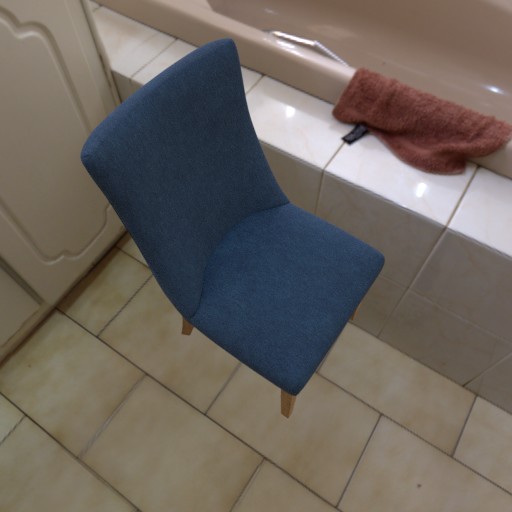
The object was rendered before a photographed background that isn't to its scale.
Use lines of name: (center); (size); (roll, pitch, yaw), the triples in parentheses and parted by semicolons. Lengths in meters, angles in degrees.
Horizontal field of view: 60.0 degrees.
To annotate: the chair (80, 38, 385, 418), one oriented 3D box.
chair: (0.000, 0.000, 1.250); (0.609, 0.902, 0.495); (32, 64, 18)
